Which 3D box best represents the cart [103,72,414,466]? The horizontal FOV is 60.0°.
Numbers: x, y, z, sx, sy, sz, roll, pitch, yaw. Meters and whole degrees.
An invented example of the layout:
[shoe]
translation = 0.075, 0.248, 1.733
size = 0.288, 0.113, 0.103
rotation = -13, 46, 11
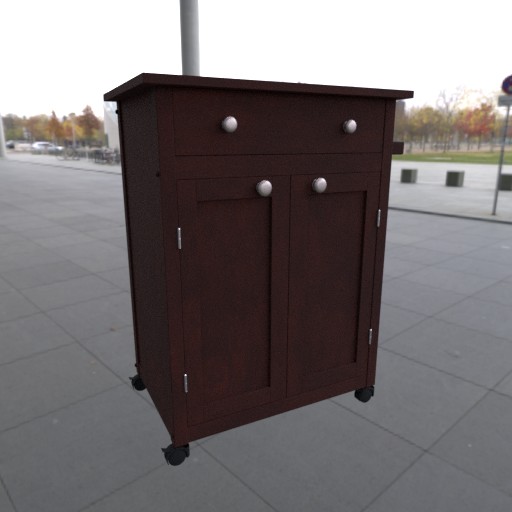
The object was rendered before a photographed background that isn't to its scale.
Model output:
[cart]
translation = 0.000, 0.000, 1.243
size = 0.683, 0.864, 0.442
rotation = -7, 16, -26
